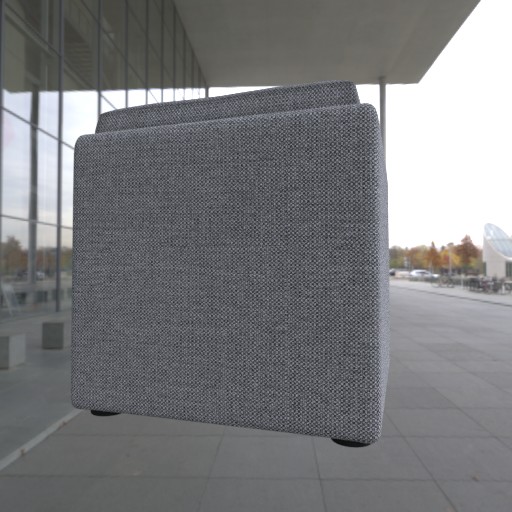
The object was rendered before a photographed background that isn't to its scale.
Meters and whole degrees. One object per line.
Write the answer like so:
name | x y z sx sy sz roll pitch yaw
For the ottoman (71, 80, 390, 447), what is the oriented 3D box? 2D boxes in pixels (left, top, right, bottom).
ottoman | 0.000 0.000 0.807 0.454 0.487 0.436 -1 -2 18
